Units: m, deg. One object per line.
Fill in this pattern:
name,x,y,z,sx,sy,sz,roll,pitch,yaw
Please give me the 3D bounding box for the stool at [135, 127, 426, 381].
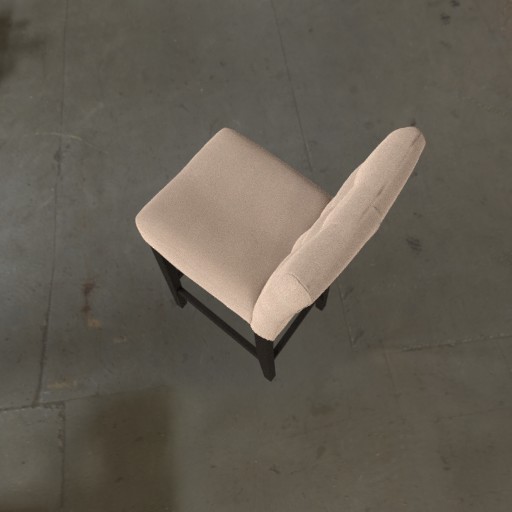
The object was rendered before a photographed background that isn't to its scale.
stool,0.000,0.000,1.291,0.548,1.047,0.411,34,70,14
